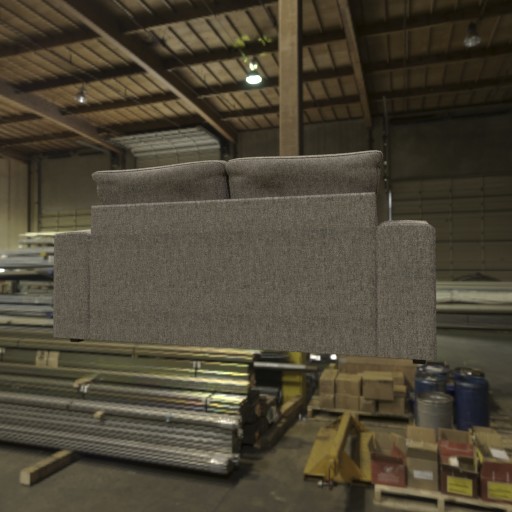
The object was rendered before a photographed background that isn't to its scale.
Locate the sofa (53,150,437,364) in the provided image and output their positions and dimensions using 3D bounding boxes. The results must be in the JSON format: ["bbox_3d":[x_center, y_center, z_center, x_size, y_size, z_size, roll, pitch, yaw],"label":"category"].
[{"bbox_3d":[0.000,0.000,2.442,1.758,0.877,1.094,0,-1,18],"label":"sofa"}]
